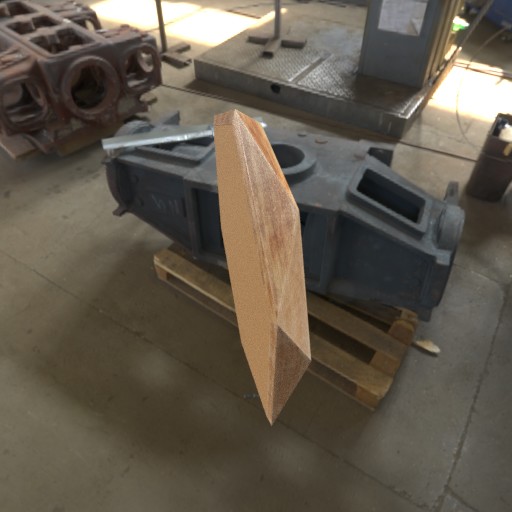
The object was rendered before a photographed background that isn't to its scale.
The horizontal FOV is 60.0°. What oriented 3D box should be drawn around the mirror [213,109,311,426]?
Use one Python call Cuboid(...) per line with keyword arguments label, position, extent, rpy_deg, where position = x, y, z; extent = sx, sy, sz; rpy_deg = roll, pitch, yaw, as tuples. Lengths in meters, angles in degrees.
Cuboid(label="mirror", position=(0.000, 0.000, 1.081), extent=(0.091, 0.779, 0.675), rpy_deg=(-9, 47, -8))
